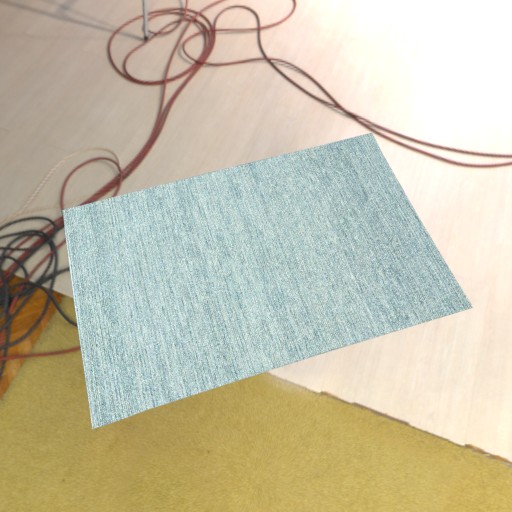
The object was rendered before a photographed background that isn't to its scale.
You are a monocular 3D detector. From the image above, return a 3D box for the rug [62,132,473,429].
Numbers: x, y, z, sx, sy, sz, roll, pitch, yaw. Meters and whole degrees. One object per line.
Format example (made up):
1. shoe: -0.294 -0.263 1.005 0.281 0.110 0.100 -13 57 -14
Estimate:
1. rug: 0.000 0.000 2.285 1.853 0.022 1.174 -16 64 -8
